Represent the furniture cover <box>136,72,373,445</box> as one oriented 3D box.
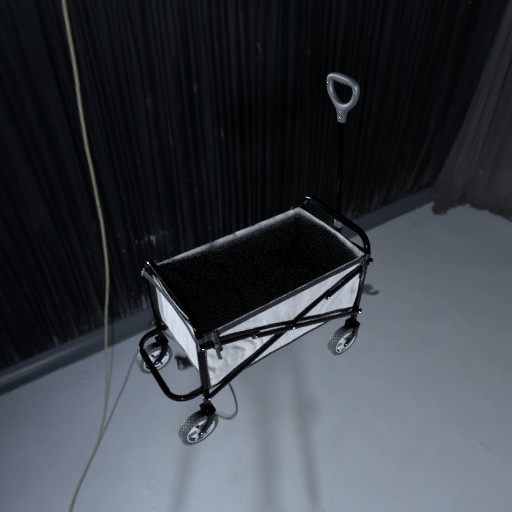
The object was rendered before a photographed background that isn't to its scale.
[{"bbox_3d":[0.000,0.000,1.795,1.038,1.295,0.532,-24,45,-26],"label":"furniture cover"}]
